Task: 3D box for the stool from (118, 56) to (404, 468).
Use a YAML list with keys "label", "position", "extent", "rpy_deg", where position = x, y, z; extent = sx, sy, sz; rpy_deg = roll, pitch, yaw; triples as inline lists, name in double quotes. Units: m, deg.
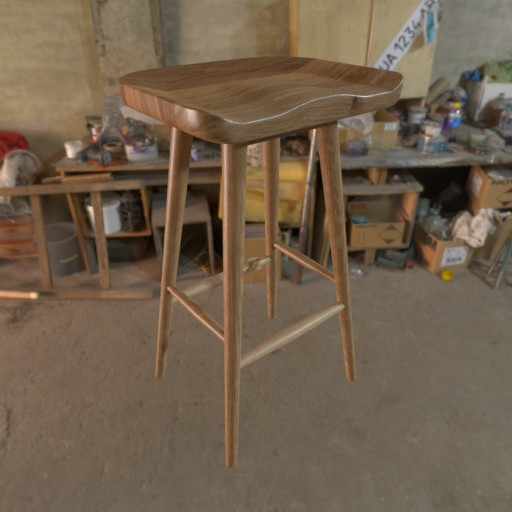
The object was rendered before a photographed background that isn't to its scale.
- label: "stool"
  position: [0.000, 0.000, 0.908]
  extent: [0.407, 0.698, 0.322]
  rpy_deg: [-23, 38, -32]
